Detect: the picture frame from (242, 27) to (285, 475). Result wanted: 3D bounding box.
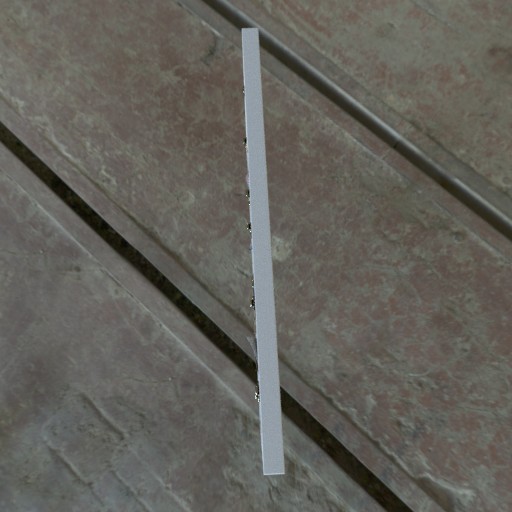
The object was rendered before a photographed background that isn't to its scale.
[{"bbox_3d":[0.000,0.000,0.801,0.044,0.379,0.647,-3,76,-1],"label":"picture frame"}]
